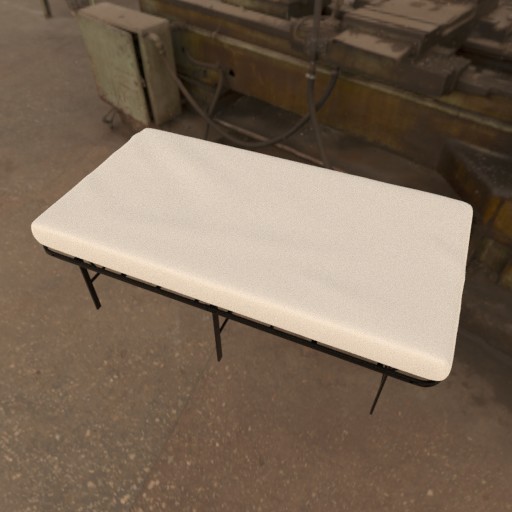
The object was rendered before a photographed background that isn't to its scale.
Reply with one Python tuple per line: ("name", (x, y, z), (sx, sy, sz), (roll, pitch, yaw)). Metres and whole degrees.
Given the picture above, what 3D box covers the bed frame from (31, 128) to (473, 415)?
("bed frame", (0.000, 0.000, 2.283), (1.903, 0.619, 0.989), (17, 48, 16))
